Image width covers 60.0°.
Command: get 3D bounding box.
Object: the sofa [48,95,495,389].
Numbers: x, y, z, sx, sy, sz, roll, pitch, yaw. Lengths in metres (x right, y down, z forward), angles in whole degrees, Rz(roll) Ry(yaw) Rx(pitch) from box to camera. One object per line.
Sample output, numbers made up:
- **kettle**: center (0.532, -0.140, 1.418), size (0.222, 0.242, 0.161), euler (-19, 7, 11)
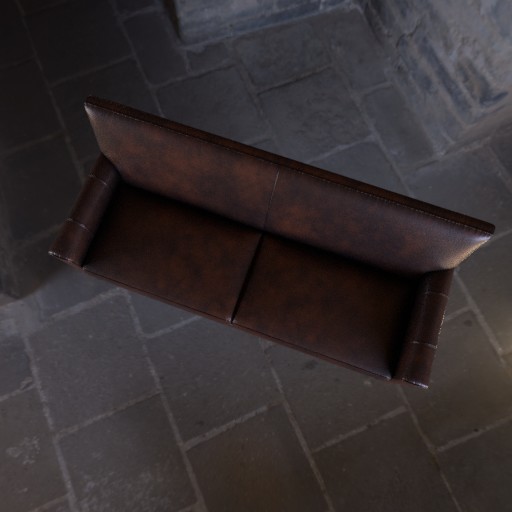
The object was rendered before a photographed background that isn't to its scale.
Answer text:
- **sofa**: center (0.000, 0.000, 2.380), size (1.995, 0.871, 0.786), euler (19, 76, 5)
